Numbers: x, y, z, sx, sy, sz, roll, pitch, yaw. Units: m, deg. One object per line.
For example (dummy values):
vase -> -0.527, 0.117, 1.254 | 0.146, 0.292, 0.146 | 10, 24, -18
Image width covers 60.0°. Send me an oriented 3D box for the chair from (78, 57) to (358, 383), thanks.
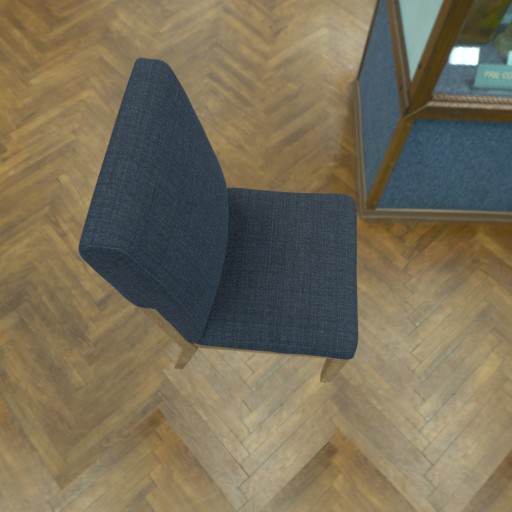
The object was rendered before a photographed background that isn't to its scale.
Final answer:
chair -> 0.000, 0.000, 1.239 | 0.586, 0.911, 0.507 | 5, 64, 2
